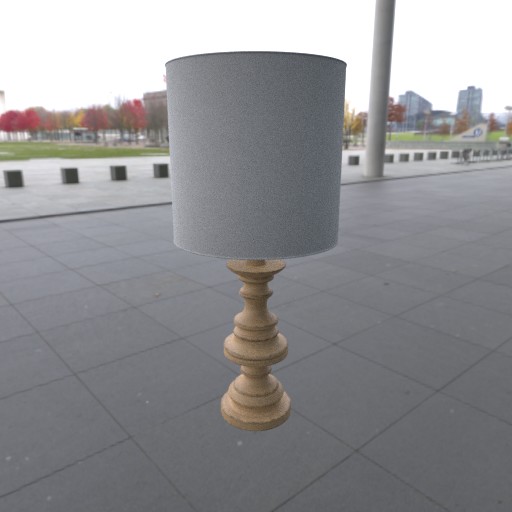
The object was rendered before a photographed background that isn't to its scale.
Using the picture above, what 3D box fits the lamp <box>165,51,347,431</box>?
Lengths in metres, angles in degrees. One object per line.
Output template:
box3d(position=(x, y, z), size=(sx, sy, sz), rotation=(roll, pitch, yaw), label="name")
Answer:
box3d(position=(0.000, 0.000, 0.576), size=(0.208, 0.455, 0.208), rotation=(-7, 17, -25), label="lamp")
